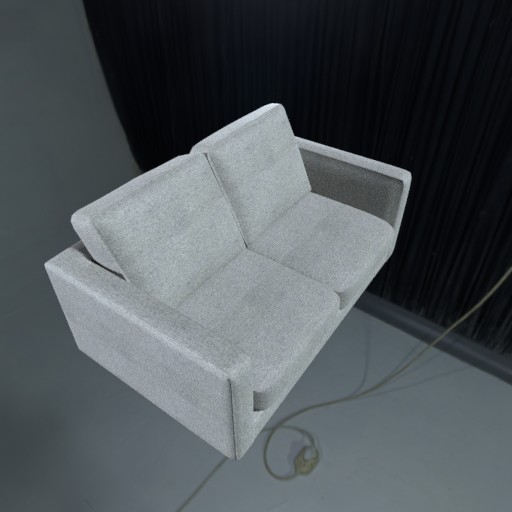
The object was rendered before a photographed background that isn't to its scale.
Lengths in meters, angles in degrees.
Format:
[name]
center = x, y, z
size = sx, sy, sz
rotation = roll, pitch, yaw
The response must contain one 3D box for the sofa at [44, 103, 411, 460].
[sofa]
center = 0.000, 0.000, 2.162
size = 0.969, 0.973, 1.527
rotation = 25, 46, 26
